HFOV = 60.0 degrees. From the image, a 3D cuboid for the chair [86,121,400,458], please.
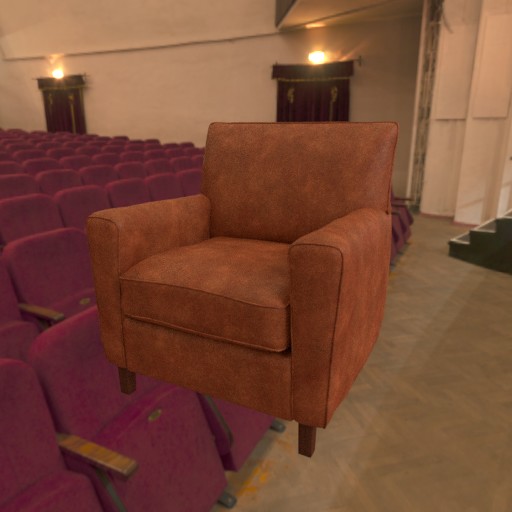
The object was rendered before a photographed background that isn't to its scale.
[{"bbox_3d":[0.000,0.000,1.613,0.870,0.943,0.823,8,18,26],"label":"chair"}]
